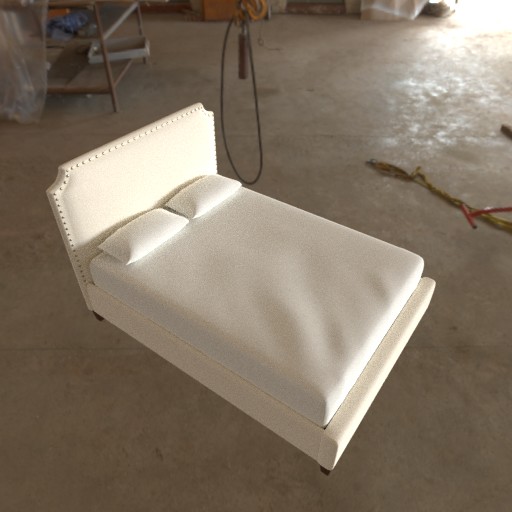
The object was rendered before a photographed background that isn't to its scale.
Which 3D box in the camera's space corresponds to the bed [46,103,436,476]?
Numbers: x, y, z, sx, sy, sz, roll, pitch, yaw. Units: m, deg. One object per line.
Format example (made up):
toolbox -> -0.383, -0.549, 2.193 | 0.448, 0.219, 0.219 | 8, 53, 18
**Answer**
bed -> 0.000, 0.000, 3.392 | 2.365, 1.443, 1.712 | 25, 46, 27
